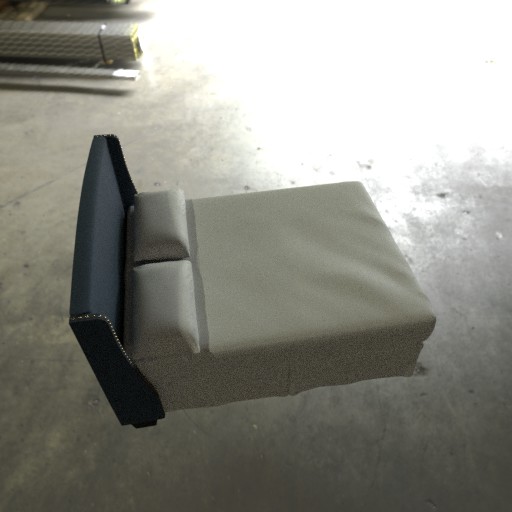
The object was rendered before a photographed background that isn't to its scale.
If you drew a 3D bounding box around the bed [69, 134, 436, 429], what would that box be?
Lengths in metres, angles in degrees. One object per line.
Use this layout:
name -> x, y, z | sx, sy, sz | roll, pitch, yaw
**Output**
bed -> 0.000, 0.000, 3.312 | 2.237, 1.407, 1.710 | -7, 47, -7
